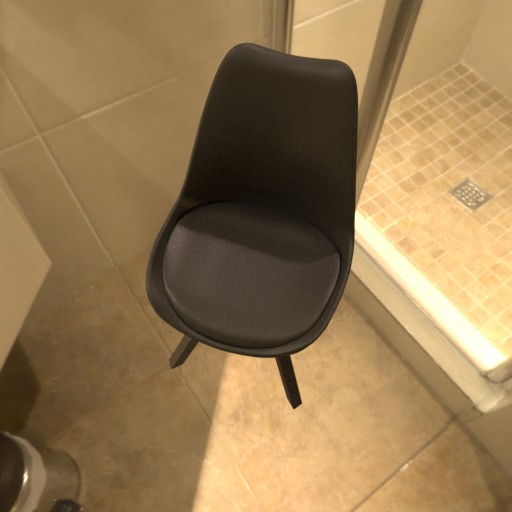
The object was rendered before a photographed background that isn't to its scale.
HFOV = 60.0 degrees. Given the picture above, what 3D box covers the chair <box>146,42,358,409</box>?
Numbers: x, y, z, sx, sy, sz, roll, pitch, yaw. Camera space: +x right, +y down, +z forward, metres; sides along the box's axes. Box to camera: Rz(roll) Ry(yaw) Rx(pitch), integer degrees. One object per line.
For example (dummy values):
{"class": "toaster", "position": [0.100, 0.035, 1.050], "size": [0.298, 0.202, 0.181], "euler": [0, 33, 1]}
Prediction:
{"class": "chair", "position": [0.000, 0.000, 1.175], "size": [0.485, 0.850, 0.550], "euler": [15, 60, 9]}
